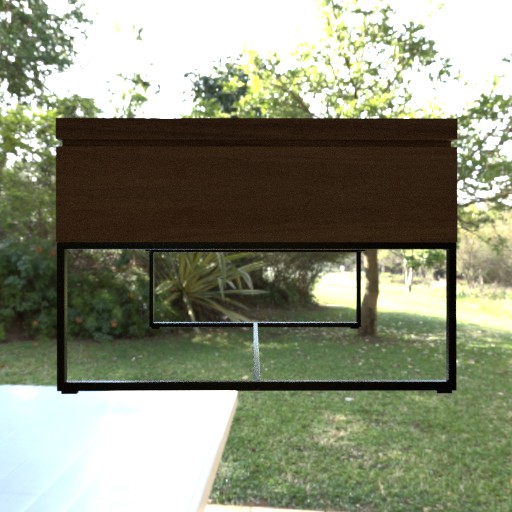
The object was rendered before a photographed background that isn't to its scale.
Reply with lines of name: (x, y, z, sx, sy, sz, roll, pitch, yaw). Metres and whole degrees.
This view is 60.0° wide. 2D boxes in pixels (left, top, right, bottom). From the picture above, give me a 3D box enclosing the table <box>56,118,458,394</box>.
table: (0.000, 0.000, 1.082, 0.676, 0.464, 0.679, 0, 0, 0)
